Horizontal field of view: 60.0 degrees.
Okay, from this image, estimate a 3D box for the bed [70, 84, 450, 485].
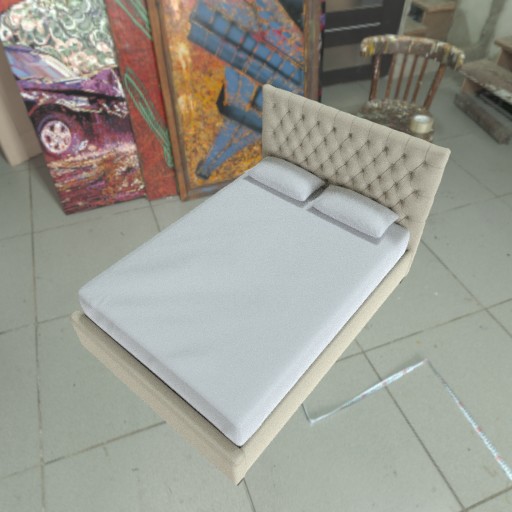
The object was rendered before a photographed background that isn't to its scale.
[{"bbox_3d":[0.000,0.000,3.383,1.698,1.427,2.387,31,53,27],"label":"bed"}]
